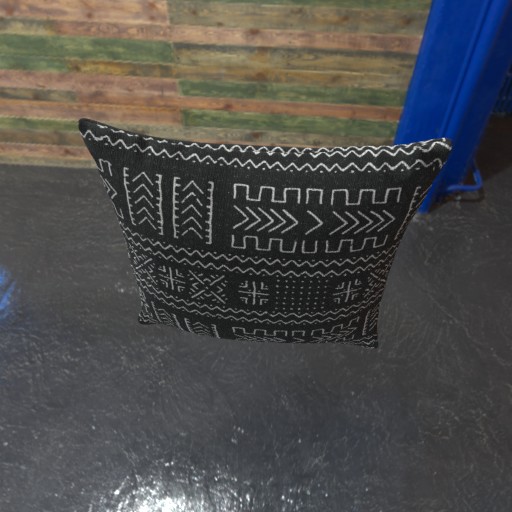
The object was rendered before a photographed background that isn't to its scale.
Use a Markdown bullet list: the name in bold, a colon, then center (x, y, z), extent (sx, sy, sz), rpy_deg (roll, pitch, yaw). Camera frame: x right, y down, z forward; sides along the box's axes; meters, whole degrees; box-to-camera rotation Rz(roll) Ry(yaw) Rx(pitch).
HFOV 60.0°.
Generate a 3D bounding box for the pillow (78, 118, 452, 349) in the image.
- **pillow**: center (0.000, 0.000, 0.658), extent (0.438, 0.430, 0.164), rpy_deg (5, 48, 5)
